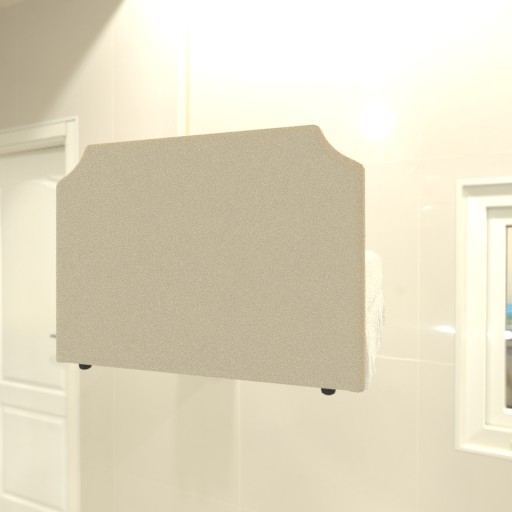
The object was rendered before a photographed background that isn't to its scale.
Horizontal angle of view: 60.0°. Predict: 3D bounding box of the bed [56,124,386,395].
[{"bbox_3d":[0.000,0.000,3.899,2.134,1.524,2.548,0,1,18],"label":"bed"}]
